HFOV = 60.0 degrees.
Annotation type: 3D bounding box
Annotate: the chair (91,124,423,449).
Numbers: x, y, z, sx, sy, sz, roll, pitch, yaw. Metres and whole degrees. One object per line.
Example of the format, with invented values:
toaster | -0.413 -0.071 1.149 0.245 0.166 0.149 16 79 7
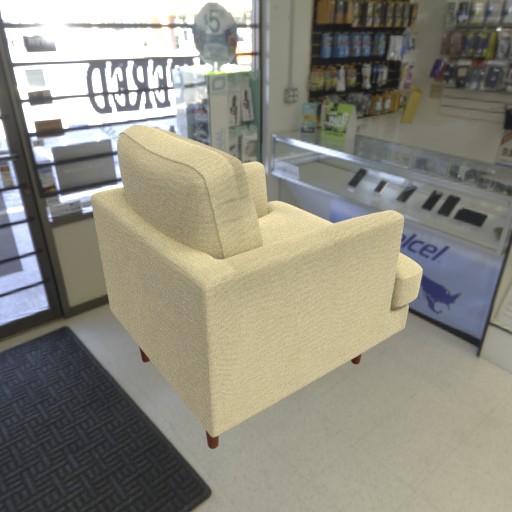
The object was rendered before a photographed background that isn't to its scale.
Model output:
chair | 0.000 0.000 1.646 0.899 0.957 0.858 -19 33 -32
